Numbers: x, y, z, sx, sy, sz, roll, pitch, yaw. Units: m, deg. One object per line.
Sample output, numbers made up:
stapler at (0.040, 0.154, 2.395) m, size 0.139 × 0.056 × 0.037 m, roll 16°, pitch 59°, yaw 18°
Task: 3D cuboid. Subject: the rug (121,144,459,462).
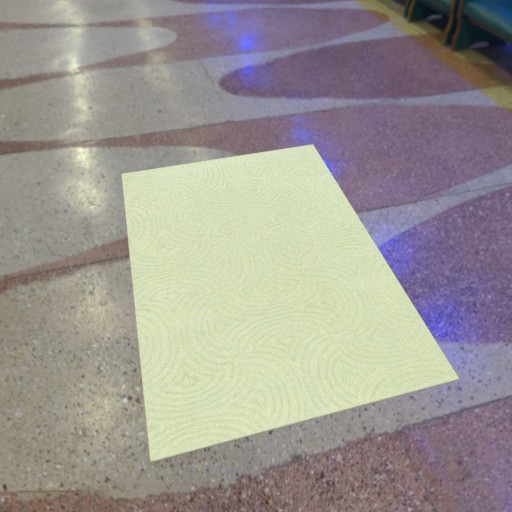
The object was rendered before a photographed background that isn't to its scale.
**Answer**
rug at (0.000, 0.000, 2.767) m, size 1.526 × 0.015 × 2.132 m, roll -11°, pitch 48°, yaw -10°
